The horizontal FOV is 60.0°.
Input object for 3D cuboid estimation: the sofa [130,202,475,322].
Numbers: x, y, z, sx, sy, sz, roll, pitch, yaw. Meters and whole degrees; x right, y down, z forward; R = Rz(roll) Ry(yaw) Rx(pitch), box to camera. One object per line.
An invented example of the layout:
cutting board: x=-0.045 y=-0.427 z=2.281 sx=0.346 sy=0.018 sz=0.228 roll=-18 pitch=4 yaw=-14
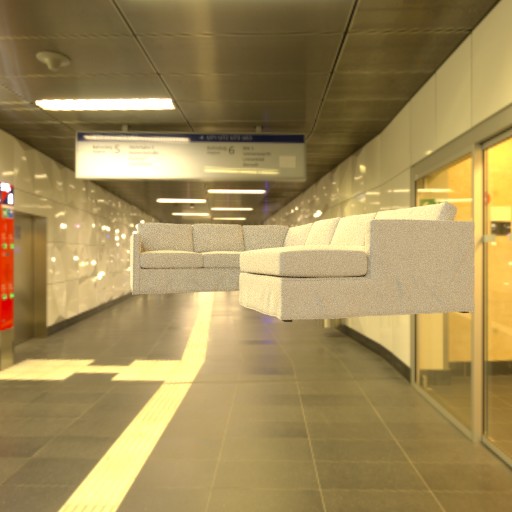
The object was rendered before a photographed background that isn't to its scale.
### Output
sofa: x=0.000 y=0.000 z=4.621 sx=2.427 sy=0.882 sz=3.460 roll=0 pitch=0 yaw=-18
